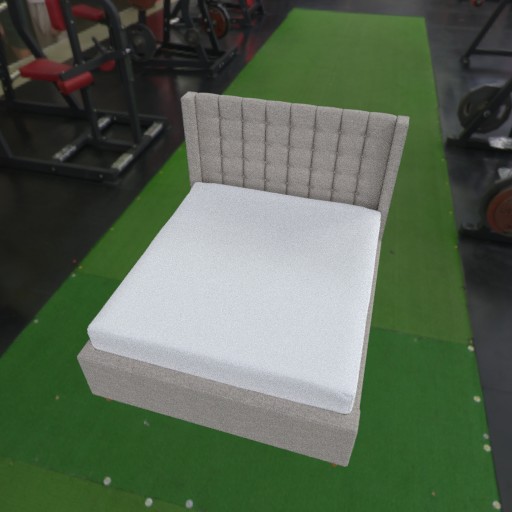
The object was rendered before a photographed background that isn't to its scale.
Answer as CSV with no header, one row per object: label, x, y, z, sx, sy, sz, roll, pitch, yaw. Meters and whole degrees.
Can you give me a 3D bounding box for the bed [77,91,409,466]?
bed,0.000,0.000,3.715,2.044,1.748,2.372,11,42,12
